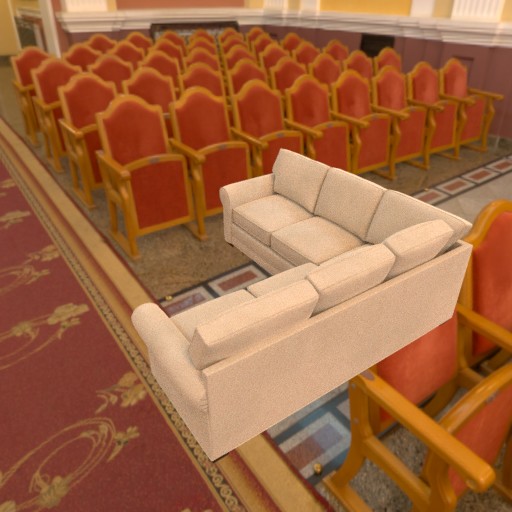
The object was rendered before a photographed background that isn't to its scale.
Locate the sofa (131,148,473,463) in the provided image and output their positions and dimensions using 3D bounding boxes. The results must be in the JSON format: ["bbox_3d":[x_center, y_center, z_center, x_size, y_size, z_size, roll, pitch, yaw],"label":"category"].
[{"bbox_3d":[0.000,0.000,3.958,2.569,1.054,2.487,-20,37,-29],"label":"sofa"}]
